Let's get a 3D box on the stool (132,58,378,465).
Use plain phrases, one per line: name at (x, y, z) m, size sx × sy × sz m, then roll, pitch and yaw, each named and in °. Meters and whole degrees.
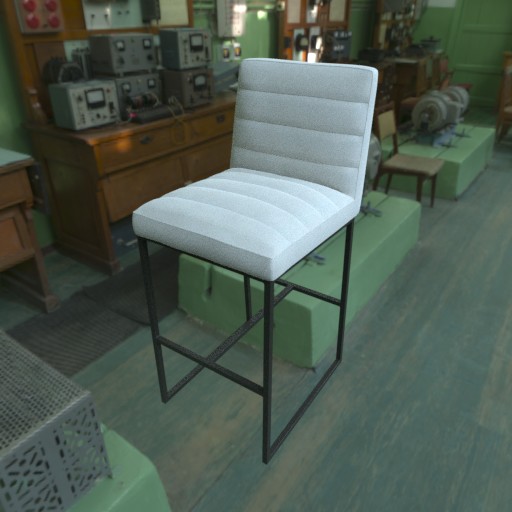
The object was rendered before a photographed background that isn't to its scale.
stool at (0.000, 0.000, 1.368) m, size 0.464 × 1.061 × 0.573 m, roll 18°, pitch 34°, yaw 29°
